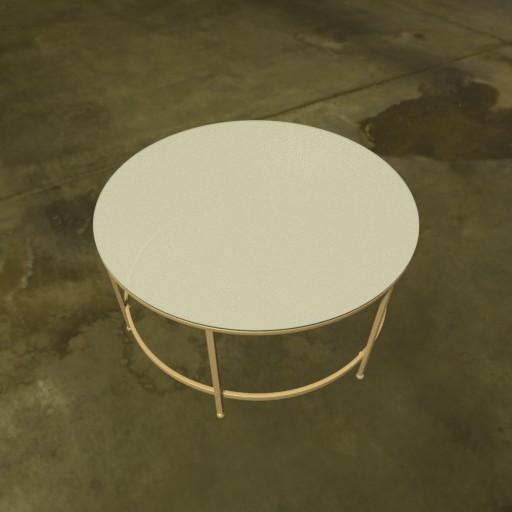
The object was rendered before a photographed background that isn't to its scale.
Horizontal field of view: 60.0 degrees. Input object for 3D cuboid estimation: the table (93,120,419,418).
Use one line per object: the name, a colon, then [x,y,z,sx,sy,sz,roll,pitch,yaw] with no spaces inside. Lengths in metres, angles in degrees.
table: [0.000,0.000,1.451,0.914,0.470,0.914,0,46,0]
